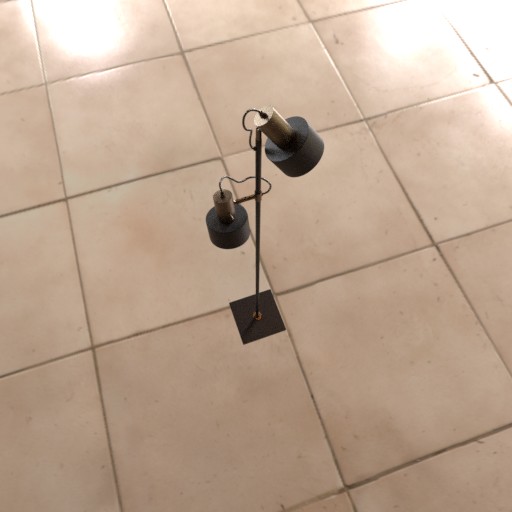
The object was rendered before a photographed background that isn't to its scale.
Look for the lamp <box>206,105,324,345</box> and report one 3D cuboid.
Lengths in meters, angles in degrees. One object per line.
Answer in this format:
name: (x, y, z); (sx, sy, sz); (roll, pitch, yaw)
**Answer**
lamp: (0.000, 0.000, 1.637); (0.315, 1.505, 0.233); (-18, 66, -8)
